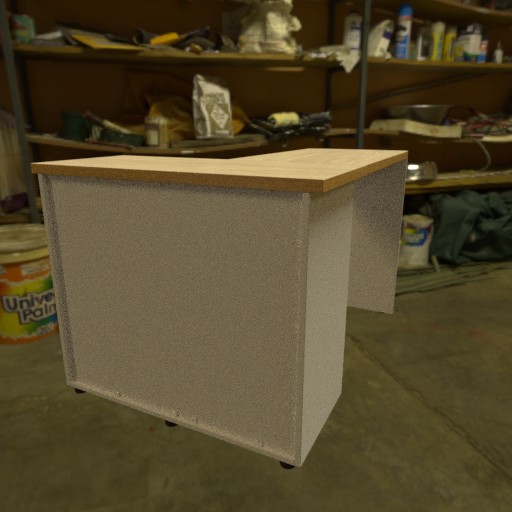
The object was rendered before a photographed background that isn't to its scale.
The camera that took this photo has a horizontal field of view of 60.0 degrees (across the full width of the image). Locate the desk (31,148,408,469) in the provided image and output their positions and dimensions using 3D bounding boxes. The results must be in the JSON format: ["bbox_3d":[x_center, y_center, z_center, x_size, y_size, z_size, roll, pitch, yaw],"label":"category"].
[{"bbox_3d":[0.000,0.000,1.720,0.900,0.760,1.170,8,18,26],"label":"desk"}]
